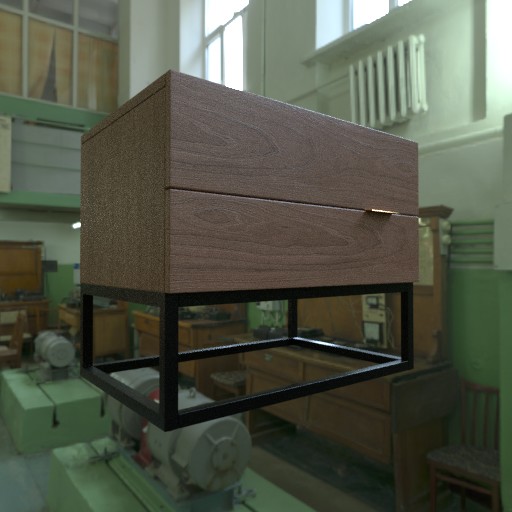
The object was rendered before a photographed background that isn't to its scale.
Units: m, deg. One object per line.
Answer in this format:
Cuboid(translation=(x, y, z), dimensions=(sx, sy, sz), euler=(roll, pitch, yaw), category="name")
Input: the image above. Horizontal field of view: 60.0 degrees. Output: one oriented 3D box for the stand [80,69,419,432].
Cuboid(translation=(0.000, 0.000, 0.939), dimensions=(0.600, 0.500, 0.420), euler=(1, -1, -38), category="stand")
